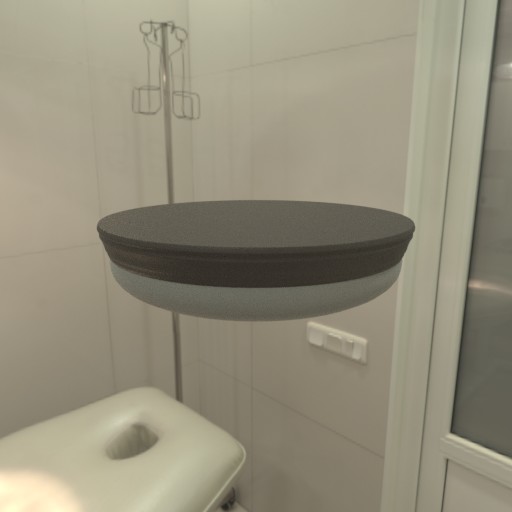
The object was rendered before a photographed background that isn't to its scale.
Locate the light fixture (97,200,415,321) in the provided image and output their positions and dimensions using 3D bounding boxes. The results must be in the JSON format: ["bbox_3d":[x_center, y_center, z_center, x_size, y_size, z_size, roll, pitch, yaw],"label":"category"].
[{"bbox_3d":[0.000,0.000,0.553,0.368,0.100,0.368,0,13,0],"label":"light fixture"}]
